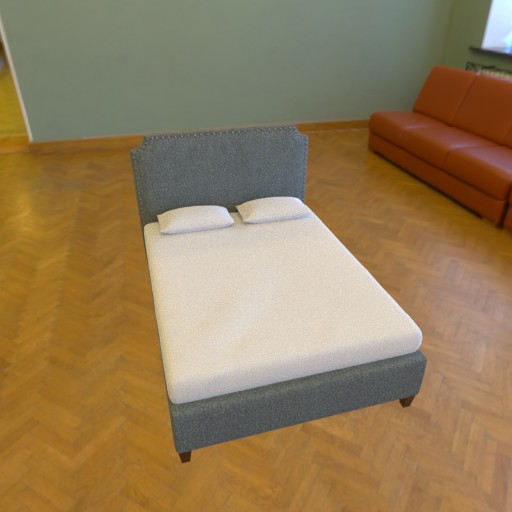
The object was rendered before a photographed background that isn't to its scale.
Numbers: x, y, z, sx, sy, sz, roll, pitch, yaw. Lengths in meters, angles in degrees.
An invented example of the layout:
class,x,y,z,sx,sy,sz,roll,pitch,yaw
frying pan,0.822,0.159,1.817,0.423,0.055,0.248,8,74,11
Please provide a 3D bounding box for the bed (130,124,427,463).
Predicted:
class,x,y,z,sx,sy,sz,roll,pitch,yaw
bed,0.000,0.000,3.548,1.712,1.443,2.372,-8,32,-14
